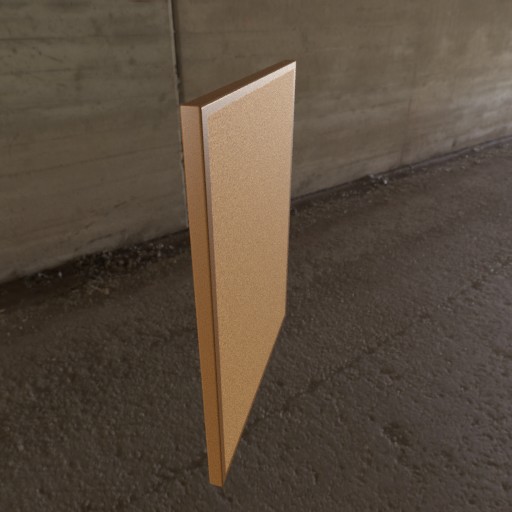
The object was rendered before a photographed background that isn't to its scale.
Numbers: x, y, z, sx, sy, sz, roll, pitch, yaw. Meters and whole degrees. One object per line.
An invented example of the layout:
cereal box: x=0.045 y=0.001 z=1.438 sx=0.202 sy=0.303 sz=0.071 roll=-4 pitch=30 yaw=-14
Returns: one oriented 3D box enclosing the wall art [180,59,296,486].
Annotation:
wall art: x=0.000 y=0.000 z=0.723 sx=0.021 sy=0.550 sz=0.449 roll=8 pitch=30 yaw=14
